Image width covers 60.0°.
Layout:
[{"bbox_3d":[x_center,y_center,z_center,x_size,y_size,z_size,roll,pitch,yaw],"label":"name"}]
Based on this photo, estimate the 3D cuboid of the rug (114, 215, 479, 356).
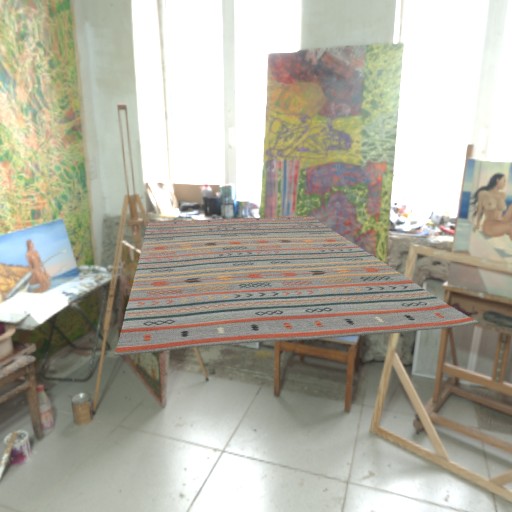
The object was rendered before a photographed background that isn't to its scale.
[{"bbox_3d":[0.000,0.000,2.950,1.537,0.029,2.439,-3,17,-10],"label":"rug"}]
